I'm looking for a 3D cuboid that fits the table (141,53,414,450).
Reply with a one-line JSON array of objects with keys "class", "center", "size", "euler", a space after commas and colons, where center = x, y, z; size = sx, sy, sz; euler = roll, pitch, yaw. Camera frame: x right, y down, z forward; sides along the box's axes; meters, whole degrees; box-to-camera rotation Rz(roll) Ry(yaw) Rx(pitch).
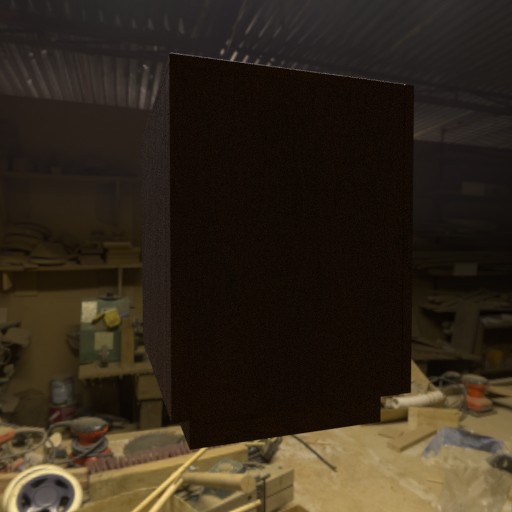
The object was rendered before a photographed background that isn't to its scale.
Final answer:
[{"class": "table", "center": [0.000, 0.000, 0.957], "size": [0.439, 0.585, 0.560], "euler": [-1, 2, -18]}]
